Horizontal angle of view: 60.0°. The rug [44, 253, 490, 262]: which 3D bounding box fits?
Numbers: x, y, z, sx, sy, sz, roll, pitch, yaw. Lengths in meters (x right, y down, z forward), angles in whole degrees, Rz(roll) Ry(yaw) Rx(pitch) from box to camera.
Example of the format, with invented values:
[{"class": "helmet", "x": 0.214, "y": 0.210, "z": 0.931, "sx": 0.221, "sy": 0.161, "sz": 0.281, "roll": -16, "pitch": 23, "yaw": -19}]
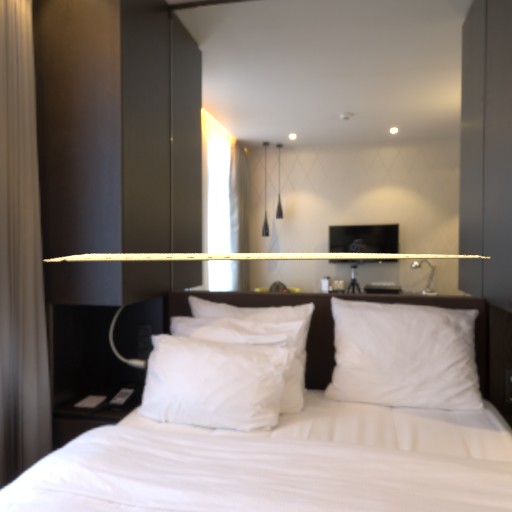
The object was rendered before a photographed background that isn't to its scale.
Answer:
[{"class": "rug", "x": 0.000, "y": 0.000, "z": 2.293, "sx": 1.847, "sy": 0.014, "sz": 1.230, "roll": 0, "pitch": 1, "yaw": -18}]
